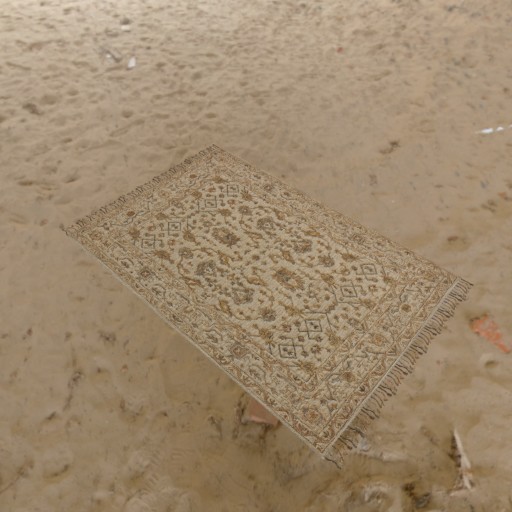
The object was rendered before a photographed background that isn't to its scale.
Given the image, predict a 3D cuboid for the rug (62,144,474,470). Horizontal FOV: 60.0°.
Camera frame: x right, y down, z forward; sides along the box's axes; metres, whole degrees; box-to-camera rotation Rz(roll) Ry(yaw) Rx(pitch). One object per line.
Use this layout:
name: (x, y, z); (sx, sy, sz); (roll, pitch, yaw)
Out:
rug: (0.000, 0.000, 3.018); (2.434, 0.027, 1.529); (34, 55, 27)
